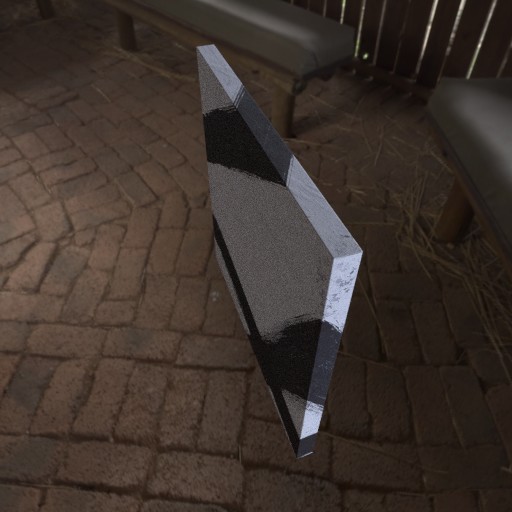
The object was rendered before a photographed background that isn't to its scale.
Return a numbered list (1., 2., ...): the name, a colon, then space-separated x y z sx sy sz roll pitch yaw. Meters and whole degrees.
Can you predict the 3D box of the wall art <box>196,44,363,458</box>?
1. wall art: 0.000 0.000 1.135 0.046 0.765 0.765 -14 48 -13
